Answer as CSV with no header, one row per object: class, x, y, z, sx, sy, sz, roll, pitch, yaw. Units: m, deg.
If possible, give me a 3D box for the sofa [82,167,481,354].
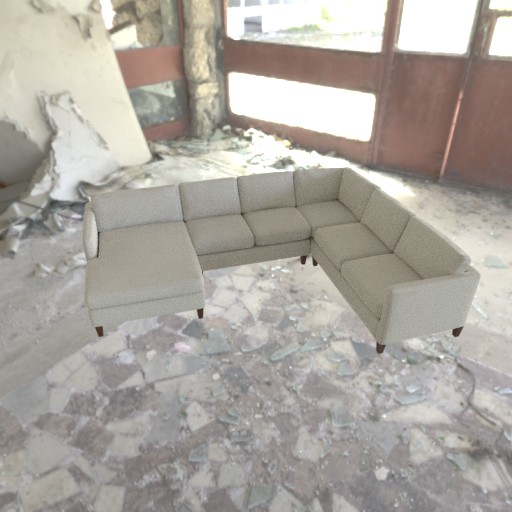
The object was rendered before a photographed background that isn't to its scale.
sofa,0.000,0.000,4.664,3.459,0.956,2.593,-9,33,-14
